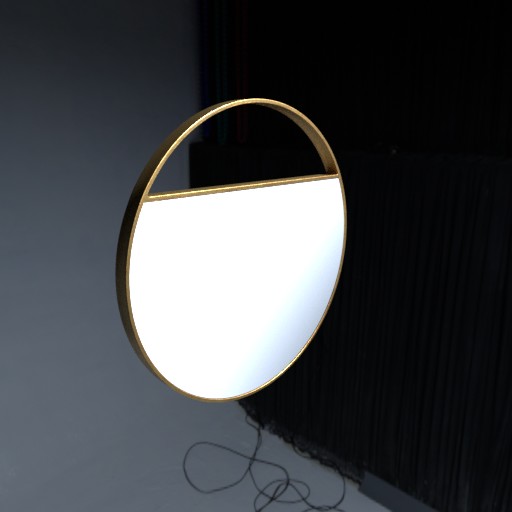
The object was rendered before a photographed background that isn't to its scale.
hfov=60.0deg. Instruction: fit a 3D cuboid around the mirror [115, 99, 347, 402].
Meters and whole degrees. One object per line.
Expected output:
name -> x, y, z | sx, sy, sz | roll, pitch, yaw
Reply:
mirror -> 0.000, 0.000, 0.846 | 0.032, 0.565, 0.565 | 15, 22, 43
